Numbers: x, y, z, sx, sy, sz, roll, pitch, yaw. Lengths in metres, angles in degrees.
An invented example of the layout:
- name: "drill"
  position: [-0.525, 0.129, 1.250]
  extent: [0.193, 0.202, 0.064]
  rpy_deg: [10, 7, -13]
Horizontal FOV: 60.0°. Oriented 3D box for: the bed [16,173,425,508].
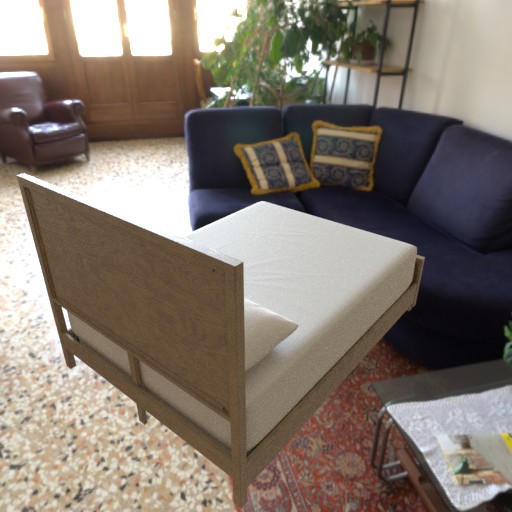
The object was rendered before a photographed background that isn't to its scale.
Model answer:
- name: "bed"
  position: [0.000, 0.000, 3.054]
  extent: [1.606, 1.369, 2.189]
  rpy_deg: [21, 35, 34]
